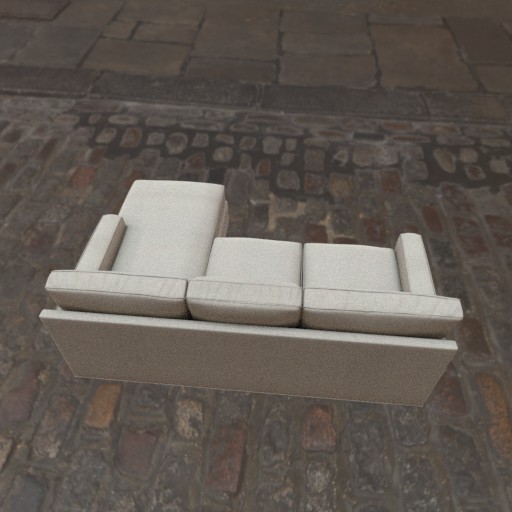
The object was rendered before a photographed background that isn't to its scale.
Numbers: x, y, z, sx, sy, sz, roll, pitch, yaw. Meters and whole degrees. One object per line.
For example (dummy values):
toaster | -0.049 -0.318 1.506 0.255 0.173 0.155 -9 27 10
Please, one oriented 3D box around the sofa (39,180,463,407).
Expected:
sofa | 0.000 0.000 2.857 2.087 0.861 1.496 4 47 4
